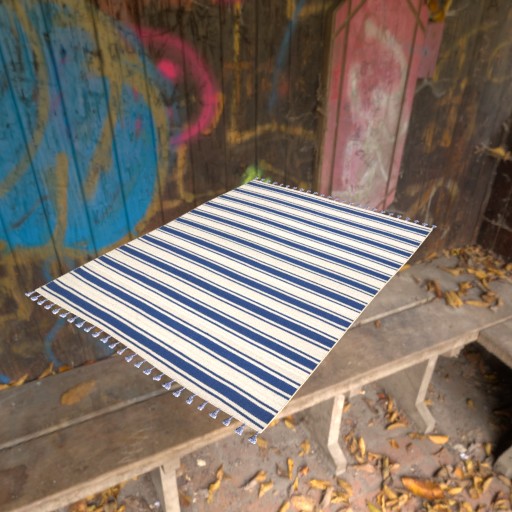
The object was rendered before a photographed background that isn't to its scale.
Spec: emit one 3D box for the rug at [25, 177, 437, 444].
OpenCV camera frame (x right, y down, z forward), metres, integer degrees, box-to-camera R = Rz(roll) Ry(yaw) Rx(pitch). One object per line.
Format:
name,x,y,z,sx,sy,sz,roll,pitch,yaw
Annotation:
rug,0.000,0.000,4.363,2.471,0.016,3.416,21,37,30
